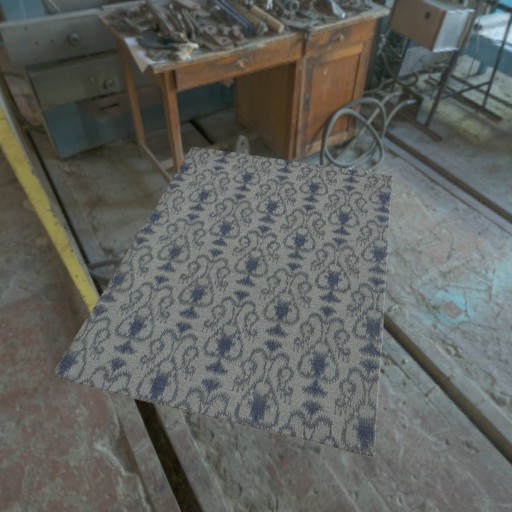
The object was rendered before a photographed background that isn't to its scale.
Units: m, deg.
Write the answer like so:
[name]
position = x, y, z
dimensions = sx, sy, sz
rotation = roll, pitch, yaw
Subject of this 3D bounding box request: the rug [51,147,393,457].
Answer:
[rug]
position = 0.000, 0.000, 4.229
dimensions = 2.437, 0.015, 3.205
rotation = 10, 48, 9
